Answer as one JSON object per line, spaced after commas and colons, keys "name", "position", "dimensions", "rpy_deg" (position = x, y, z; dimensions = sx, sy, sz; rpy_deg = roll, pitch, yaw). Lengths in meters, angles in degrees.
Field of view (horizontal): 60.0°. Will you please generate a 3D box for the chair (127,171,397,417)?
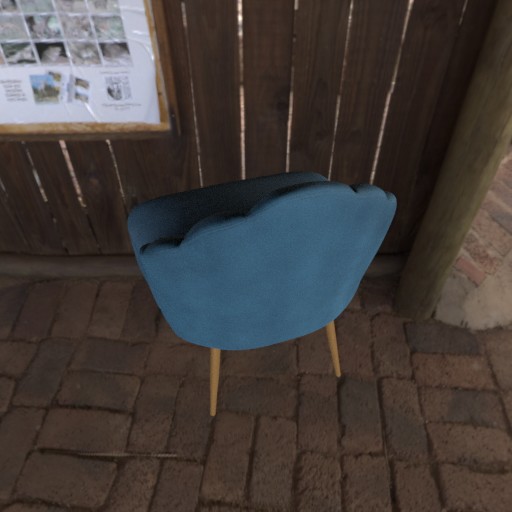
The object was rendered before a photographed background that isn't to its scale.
{"name": "chair", "position": [0.000, 0.000, 1.259], "dimensions": [0.657, 0.819, 0.599], "rpy_deg": [-13, 44, -14]}
